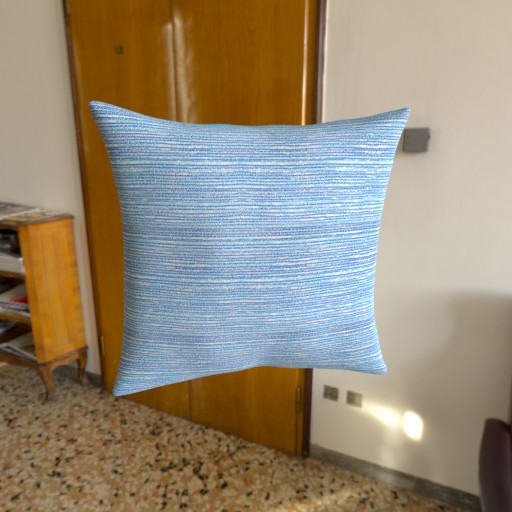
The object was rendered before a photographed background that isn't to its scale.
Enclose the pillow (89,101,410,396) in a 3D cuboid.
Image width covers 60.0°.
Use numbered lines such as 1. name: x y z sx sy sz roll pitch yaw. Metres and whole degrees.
1. pillow: 0.000 0.000 0.761 0.514 0.497 0.150 -2 16 -9
